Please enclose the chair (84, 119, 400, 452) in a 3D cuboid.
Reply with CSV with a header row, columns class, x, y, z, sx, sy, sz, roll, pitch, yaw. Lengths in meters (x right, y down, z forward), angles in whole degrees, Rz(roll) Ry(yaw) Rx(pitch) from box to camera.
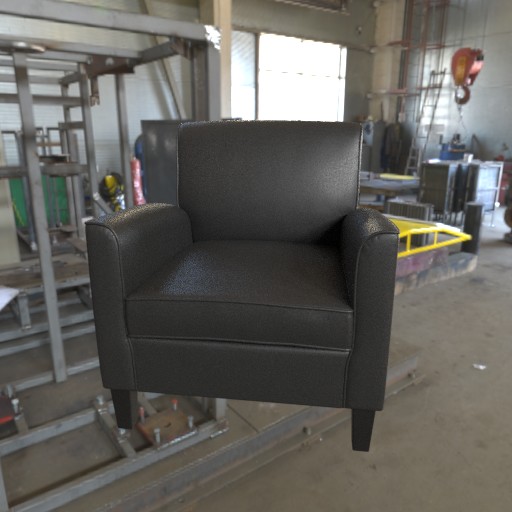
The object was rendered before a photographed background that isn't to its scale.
class,x,y,z,sx,sy,sz,roll,pitch,yaw
chair,0.000,0.000,1.533,0.820,0.916,0.819,2,16,8
